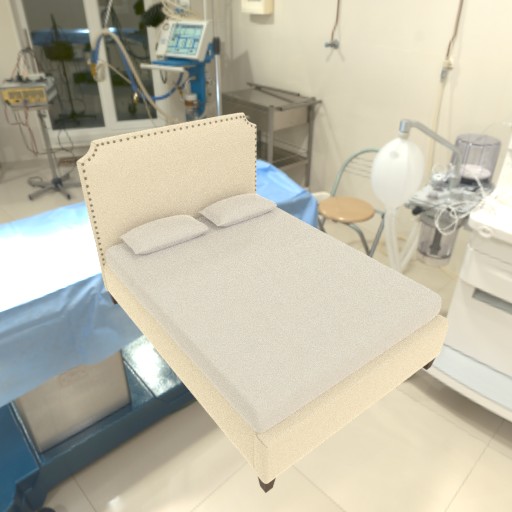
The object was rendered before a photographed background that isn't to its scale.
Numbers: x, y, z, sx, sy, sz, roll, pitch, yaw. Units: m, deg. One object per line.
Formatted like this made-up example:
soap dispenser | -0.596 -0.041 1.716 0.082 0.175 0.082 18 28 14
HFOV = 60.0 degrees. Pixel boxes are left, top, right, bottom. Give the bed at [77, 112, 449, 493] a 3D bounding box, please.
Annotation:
bed | 0.000 0.000 3.373 1.712 1.497 2.372 -22 38 -31
